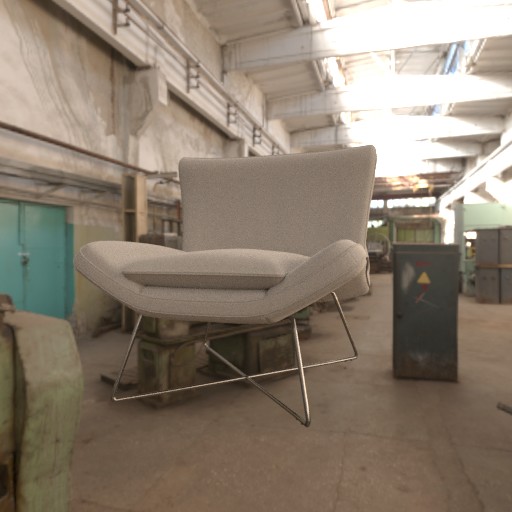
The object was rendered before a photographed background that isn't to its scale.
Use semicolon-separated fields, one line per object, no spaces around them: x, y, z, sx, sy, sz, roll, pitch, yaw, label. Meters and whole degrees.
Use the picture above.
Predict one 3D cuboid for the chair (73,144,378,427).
0.000;0.000;1.645;0.859;0.855;1.008;0;1;18;chair
